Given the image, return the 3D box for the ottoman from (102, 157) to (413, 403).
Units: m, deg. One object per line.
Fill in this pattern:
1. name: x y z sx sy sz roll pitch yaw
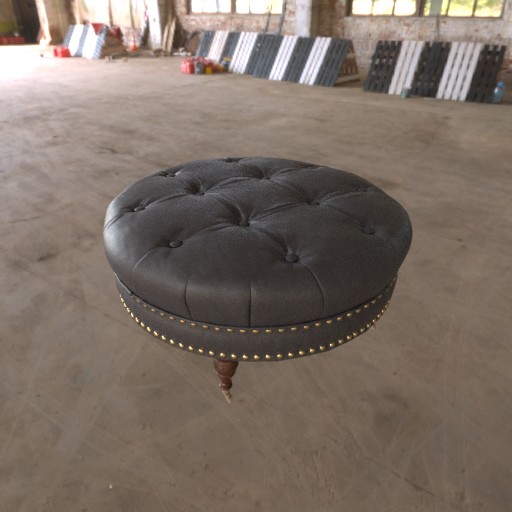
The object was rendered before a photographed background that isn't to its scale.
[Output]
1. ottoman: 0.000 0.000 1.394 0.901 0.439 0.901 0 30 0
